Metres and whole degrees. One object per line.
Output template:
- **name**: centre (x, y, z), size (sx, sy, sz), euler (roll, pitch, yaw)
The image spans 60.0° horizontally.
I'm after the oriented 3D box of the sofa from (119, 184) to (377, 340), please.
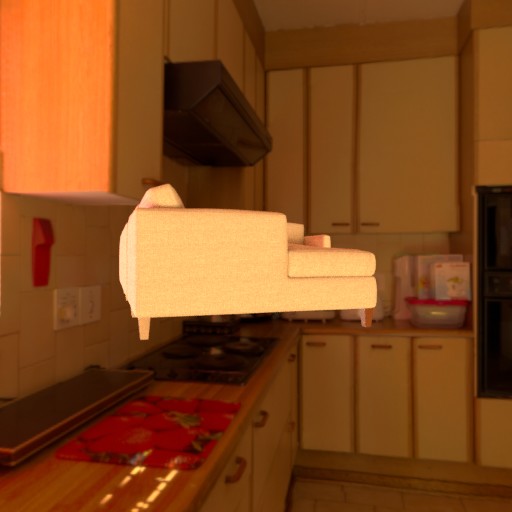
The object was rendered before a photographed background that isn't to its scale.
- **sofa**: centre (0.000, 0.000, 4.503), size (2.594, 0.961, 3.460), euler (0, 0, -18)
